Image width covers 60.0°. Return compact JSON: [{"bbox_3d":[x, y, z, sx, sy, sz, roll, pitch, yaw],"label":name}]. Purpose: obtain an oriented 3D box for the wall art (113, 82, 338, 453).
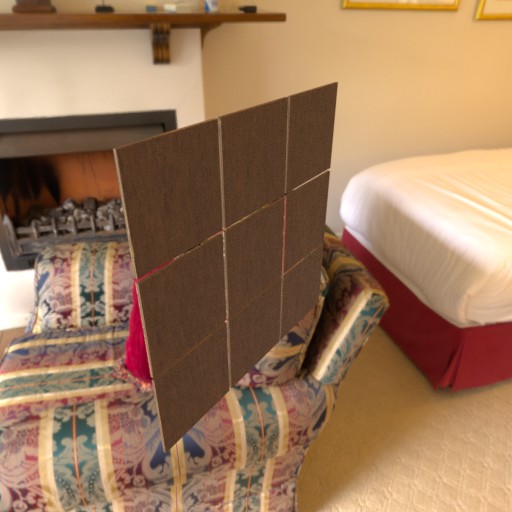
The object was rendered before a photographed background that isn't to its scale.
[{"bbox_3d":[0.000,0.000,1.854,0.013,1.213,1.215,20,36,30],"label":"wall art"}]
